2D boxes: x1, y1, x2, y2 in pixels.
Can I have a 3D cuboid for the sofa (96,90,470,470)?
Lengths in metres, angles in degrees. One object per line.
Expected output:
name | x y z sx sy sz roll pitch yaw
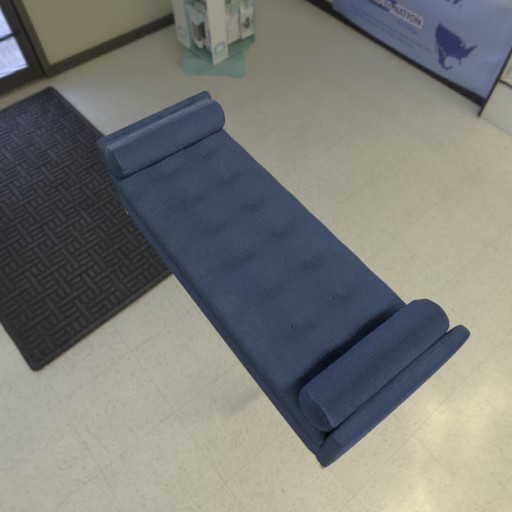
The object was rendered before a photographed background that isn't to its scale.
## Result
sofa | 0.000 0.000 2.479 0.796 0.705 2.102 -33 63 -19
